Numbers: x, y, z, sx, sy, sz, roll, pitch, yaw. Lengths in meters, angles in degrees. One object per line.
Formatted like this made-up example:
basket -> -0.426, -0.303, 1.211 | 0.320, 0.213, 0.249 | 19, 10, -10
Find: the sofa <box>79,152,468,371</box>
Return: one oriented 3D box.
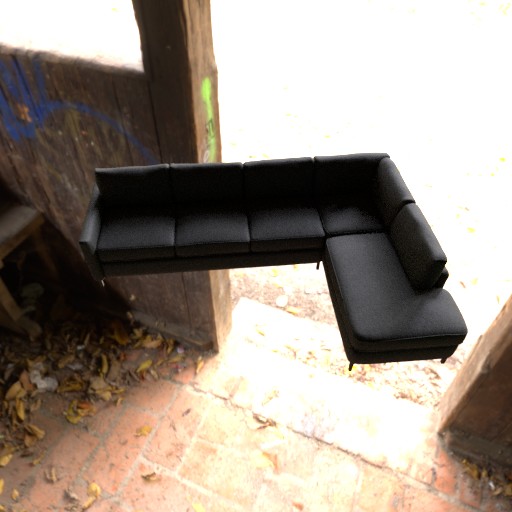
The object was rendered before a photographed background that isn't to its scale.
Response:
sofa -> 0.000, 0.000, 3.823 | 2.972, 0.858, 1.984 | -4, 46, -4
